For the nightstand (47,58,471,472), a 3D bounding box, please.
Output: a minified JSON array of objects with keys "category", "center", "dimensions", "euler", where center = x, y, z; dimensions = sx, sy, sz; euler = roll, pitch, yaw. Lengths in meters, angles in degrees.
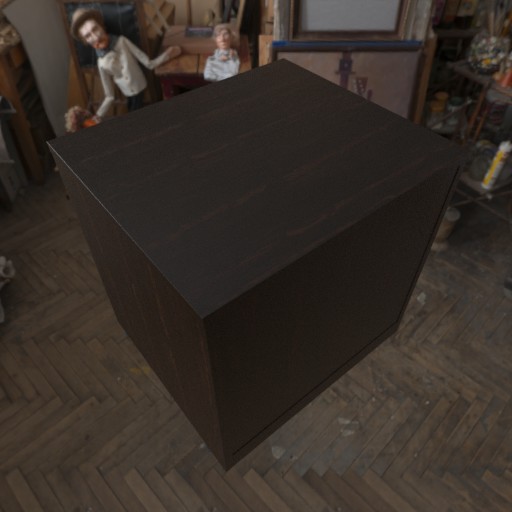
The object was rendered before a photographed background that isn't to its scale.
[{"category":"nightstand","center":[0.000,0.000,0.852],"dimensions":[0.489,0.487,0.427],"euler":[-30,54,-26]}]
